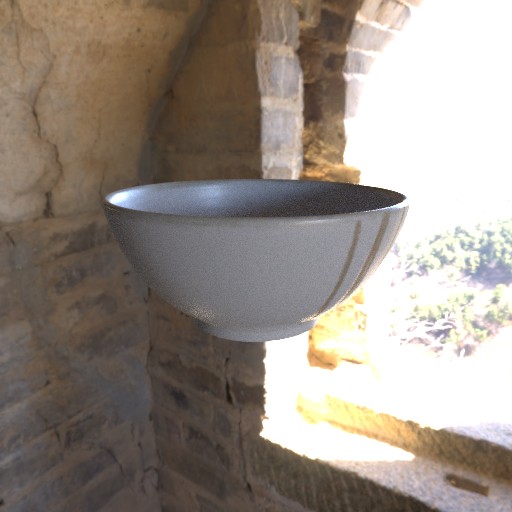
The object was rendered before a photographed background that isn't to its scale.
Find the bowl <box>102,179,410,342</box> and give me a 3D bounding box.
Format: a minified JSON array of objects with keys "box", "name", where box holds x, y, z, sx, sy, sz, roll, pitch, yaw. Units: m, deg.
[{"box":[0.000,0.000,0.421,0.268,0.121,0.268,0,15,0],"name":"bowl"}]
